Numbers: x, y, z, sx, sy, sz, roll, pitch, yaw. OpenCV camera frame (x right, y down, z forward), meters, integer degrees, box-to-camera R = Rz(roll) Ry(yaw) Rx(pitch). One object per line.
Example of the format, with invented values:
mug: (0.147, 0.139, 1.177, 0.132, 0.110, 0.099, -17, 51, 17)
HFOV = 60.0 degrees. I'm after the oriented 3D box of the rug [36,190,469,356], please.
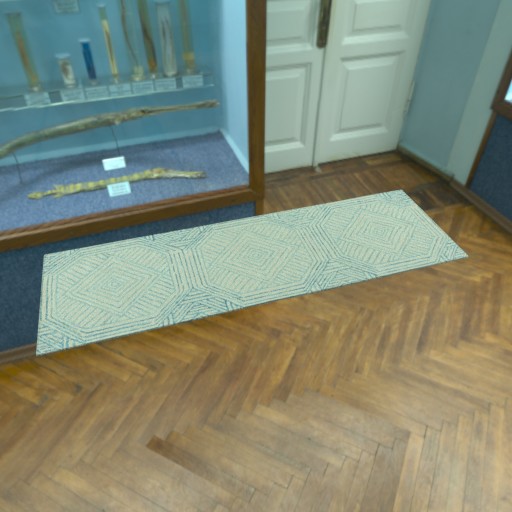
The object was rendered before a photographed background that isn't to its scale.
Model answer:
rug: (0.000, 0.000, 2.682, 2.452, 0.012, 0.775, -11, 43, -13)
